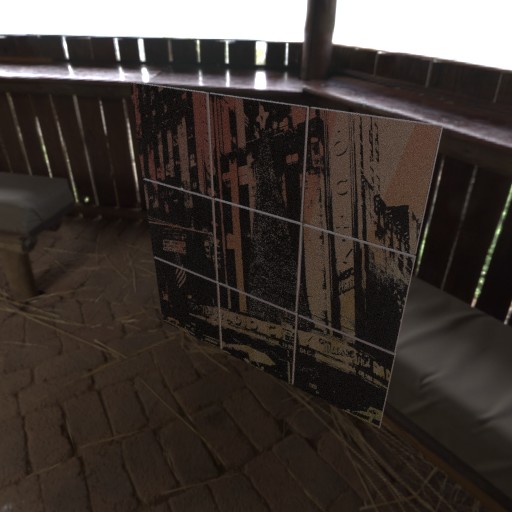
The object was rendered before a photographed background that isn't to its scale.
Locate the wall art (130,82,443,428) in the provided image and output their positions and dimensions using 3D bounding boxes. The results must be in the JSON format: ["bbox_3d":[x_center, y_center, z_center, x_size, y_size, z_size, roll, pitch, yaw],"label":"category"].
[{"bbox_3d":[0.000,0.000,2.244,1.527,1.521,0.017,19,36,29],"label":"wall art"}]
